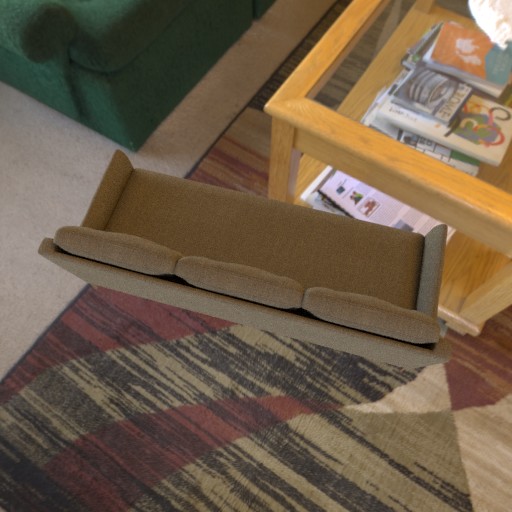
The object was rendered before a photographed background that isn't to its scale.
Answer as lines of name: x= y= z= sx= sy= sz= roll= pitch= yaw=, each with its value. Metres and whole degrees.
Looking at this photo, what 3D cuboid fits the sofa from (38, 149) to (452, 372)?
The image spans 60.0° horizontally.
sofa: x=0.000 y=0.000 z=2.558 sx=2.060 sy=0.837 sz=0.849 roll=14 pitch=65 yaw=7
